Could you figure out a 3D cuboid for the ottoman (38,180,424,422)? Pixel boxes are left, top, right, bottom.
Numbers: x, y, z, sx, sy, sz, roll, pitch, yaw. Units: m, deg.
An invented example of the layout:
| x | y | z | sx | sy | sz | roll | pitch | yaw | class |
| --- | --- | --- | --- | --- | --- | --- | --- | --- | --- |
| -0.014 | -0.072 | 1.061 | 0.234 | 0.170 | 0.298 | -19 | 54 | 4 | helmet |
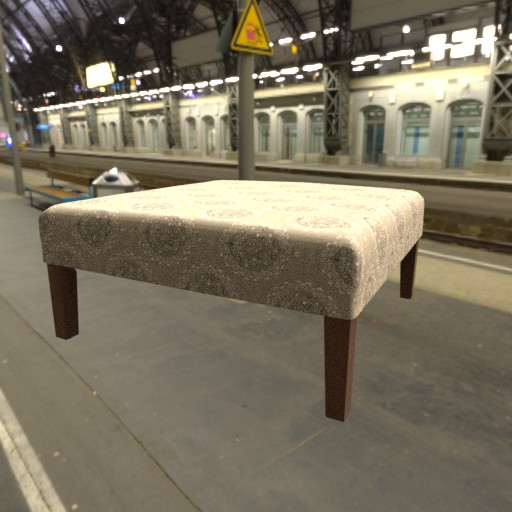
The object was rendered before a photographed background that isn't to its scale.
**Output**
| x | y | z | sx | sy | sz | roll | pitch | yaw | class |
| --- | --- | --- | --- | --- | --- | --- | --- | --- | --- |
| 0.000 | 0.000 | 1.424 | 0.890 | 0.411 | 0.889 | 8 | 17 | 27 | ottoman |
